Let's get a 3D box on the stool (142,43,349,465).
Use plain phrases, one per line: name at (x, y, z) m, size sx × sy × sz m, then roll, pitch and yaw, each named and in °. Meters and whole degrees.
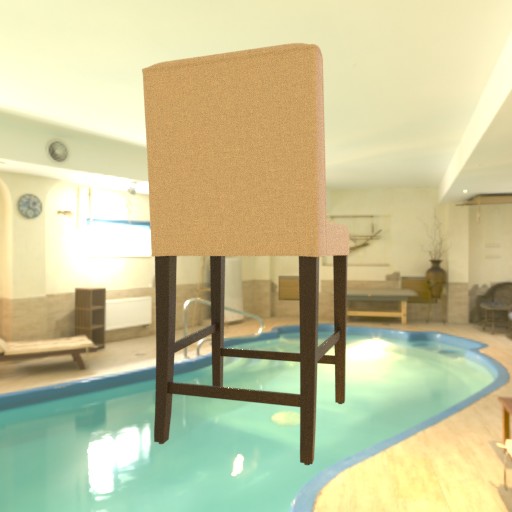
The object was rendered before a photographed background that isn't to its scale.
stool at (0.000, 0.000, 1.253) m, size 0.474 × 0.939 × 0.509 m, roll 0°, pitch 0°, yaw 17°
